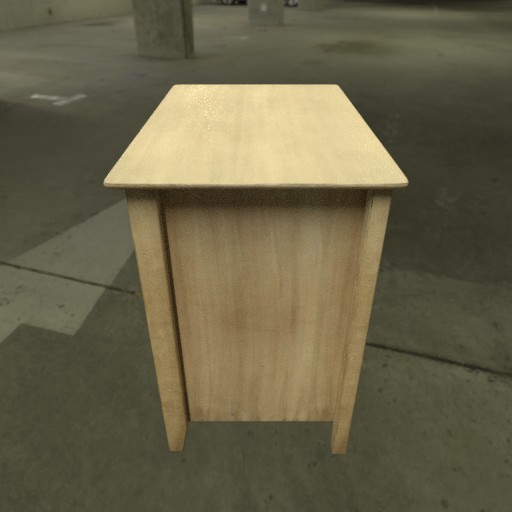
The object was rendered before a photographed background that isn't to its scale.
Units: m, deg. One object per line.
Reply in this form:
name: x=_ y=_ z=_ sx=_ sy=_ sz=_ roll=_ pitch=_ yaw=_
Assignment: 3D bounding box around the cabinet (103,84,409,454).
cabinet: x=0.000 y=0.000 z=1.242 sx=0.503 sy=0.762 sz=0.763 roll=0 pitch=32 yaw=0
